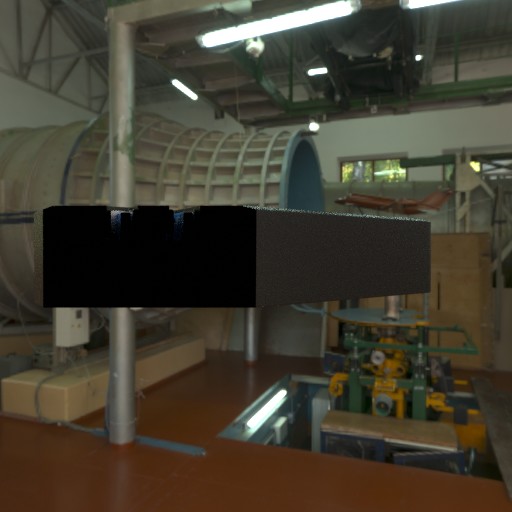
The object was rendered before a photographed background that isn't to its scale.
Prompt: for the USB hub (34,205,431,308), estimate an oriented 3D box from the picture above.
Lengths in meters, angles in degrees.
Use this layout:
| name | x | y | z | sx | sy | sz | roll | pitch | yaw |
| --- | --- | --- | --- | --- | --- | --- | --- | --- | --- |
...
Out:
| name | x | y | z | sx | sy | sz | roll | pitch | yaw |
| --- | --- | --- | --- | --- | --- | --- | --- | --- | --- |
| USB hub | 0.000 | 0.000 | 0.127 | 0.110 | 0.023 | 0.044 | 0 | 0 | -35 |
